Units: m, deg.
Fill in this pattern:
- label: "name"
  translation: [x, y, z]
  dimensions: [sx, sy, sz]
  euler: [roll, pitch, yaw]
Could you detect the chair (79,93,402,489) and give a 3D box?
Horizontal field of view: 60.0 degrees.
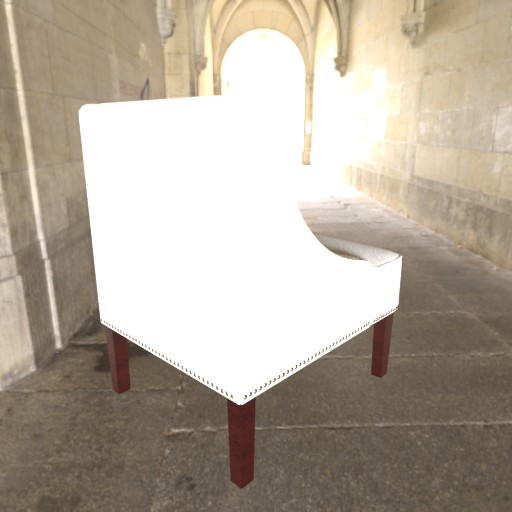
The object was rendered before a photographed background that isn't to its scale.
- label: "chair"
  translation: [0.000, 0.000, 1.350]
  dimensions: [0.628, 0.872, 0.748]
  euler: [15, 22, 42]
